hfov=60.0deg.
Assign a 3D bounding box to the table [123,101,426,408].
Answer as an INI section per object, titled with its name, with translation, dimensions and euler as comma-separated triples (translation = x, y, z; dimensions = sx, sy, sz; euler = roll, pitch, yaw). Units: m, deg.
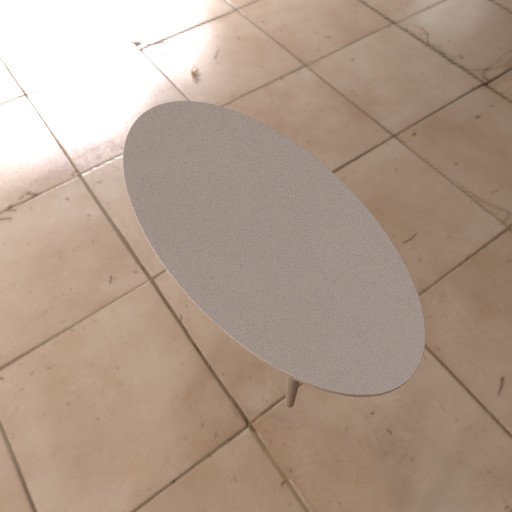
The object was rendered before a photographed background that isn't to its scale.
[table]
translation = 0.000, 0.000, 1.344
dimensions = 0.542, 0.390, 1.083
euler = -33, 64, -18
